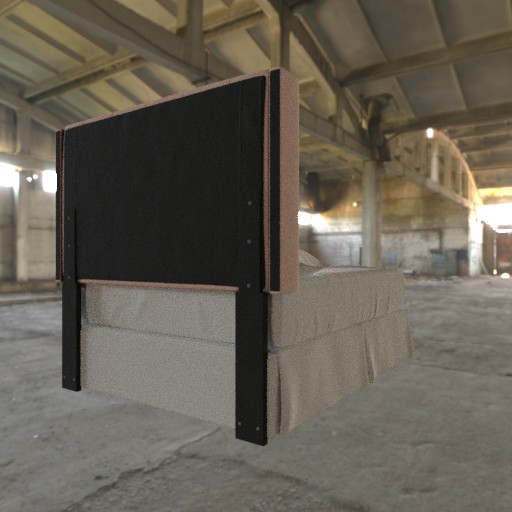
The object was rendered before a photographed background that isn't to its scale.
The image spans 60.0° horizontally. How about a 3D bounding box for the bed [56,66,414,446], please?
[{"bbox_3d":[0.000,0.000,3.208,1.719,1.665,2.066,0,0,35],"label":"bed"}]
